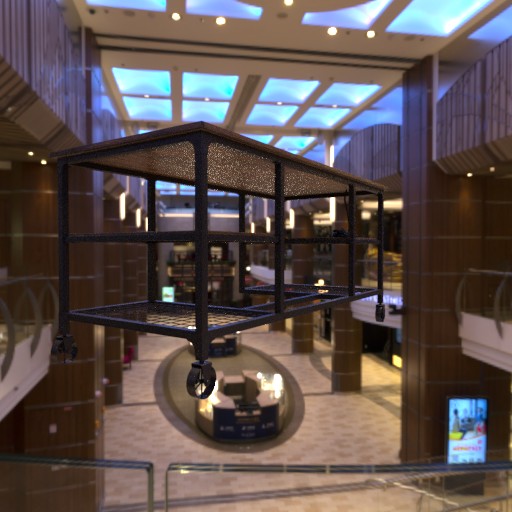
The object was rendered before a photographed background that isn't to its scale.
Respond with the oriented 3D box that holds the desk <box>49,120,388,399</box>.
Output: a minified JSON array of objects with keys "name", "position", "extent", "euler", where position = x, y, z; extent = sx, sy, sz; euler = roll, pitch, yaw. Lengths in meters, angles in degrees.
[{"name":"desk","position":[0.000,0.000,2.018],"extent":[0.711,0.751,1.590],"euler":[1,1,34]}]
